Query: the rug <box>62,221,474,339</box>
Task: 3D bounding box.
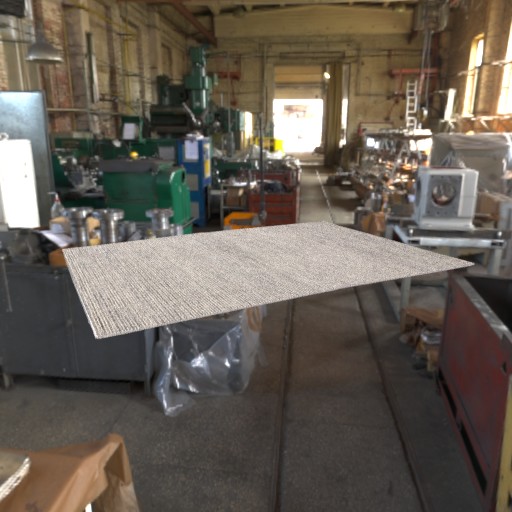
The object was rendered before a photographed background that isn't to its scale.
[{"bbox_3d":[0.000,0.000,2.994,2.307,0.030,1.604,-8,17,-26],"label":"rug"}]
